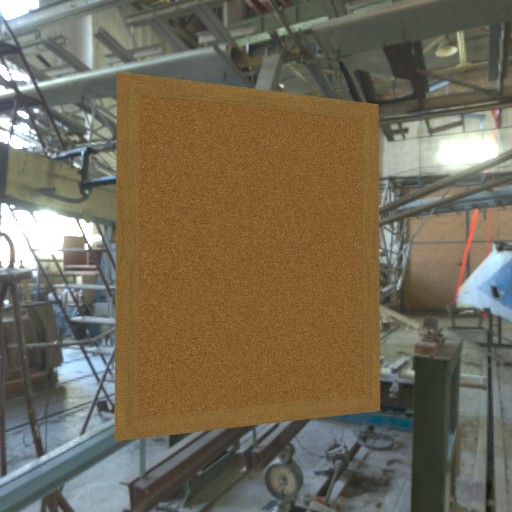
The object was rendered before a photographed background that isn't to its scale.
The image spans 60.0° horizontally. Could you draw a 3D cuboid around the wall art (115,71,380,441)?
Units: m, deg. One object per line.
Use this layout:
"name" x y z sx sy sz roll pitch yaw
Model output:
"wall art" 0.000 0.000 0.517 0.312 0.380 0.030 0 -1 -18
